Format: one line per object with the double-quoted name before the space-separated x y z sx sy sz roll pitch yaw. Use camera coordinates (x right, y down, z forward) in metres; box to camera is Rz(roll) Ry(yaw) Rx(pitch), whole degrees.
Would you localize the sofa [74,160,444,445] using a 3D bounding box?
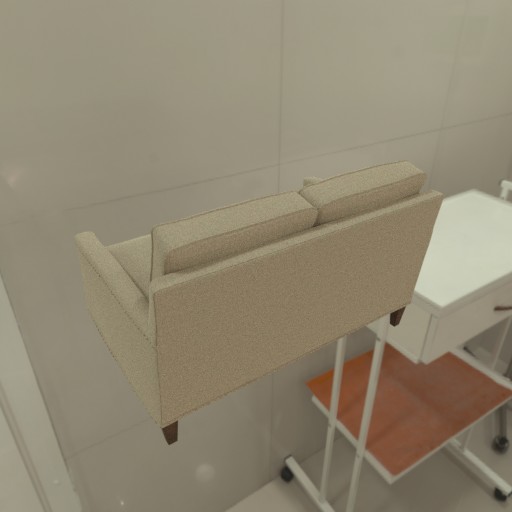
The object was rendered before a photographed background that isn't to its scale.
"sofa" 0.000 0.000 2.332 1.597 1.003 1.084 -19 35 -29
